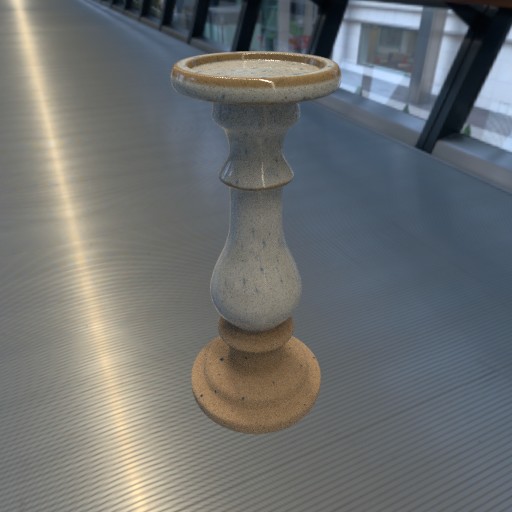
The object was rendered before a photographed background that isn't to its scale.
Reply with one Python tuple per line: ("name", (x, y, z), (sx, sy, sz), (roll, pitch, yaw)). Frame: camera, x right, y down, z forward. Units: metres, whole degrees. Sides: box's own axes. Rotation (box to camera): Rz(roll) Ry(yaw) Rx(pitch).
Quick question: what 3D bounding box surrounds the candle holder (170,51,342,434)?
("candle holder", (0.000, 0.000, 0.251), (0.088, 0.203, 0.088), (0, 32, 0))
